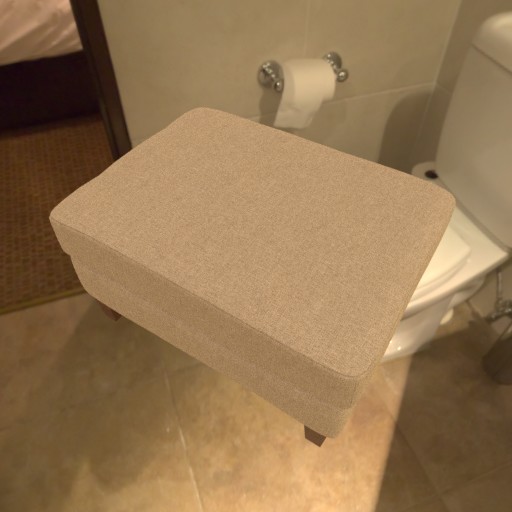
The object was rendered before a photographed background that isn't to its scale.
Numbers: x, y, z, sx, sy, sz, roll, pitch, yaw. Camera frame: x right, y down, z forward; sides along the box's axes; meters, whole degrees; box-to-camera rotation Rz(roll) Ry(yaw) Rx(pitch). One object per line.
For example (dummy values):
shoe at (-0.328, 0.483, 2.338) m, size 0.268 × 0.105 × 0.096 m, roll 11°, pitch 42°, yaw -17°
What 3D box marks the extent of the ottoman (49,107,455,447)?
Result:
ottoman at (0.000, 0.000, 1.318) m, size 0.898 × 0.519 × 0.677 m, roll 25°, pitch 53°, yaw 21°
